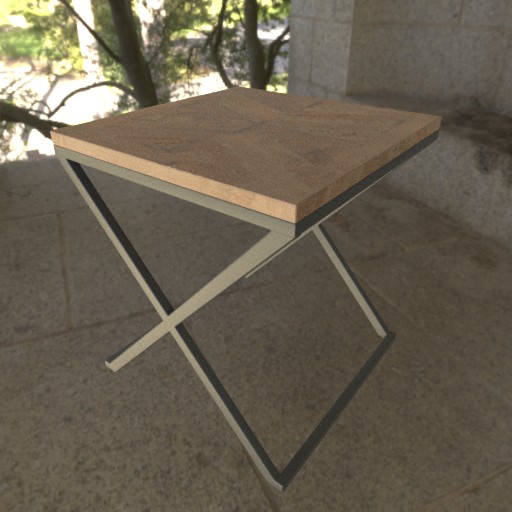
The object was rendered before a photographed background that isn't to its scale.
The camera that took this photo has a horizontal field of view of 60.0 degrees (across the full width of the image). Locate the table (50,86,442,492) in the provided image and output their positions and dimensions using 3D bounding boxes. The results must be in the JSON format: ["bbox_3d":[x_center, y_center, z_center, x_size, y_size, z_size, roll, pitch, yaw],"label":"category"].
[{"bbox_3d":[0.000,0.000,0.926,0.498,0.550,0.499,22,37,31],"label":"table"}]
